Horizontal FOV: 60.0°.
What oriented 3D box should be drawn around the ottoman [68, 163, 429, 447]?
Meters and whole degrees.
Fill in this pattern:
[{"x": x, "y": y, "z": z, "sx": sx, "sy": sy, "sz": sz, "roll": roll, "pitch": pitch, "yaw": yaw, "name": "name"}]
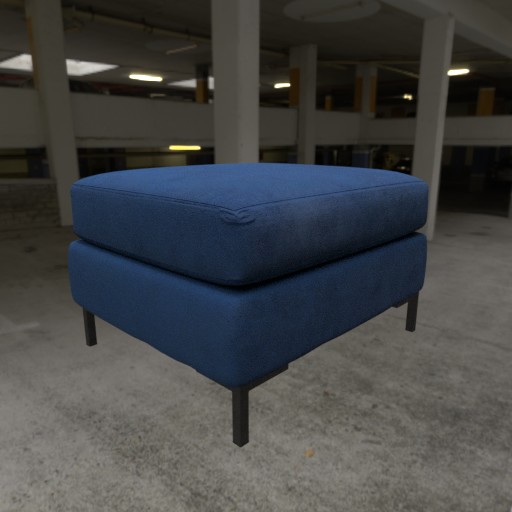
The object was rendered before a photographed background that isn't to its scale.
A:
[{"x": 0.000, "y": 0.000, "z": 1.216, "sx": 0.655, "sy": 0.485, "sz": 0.794, "roll": 14, "pitch": 20, "yaw": 42, "name": "ottoman"}]
